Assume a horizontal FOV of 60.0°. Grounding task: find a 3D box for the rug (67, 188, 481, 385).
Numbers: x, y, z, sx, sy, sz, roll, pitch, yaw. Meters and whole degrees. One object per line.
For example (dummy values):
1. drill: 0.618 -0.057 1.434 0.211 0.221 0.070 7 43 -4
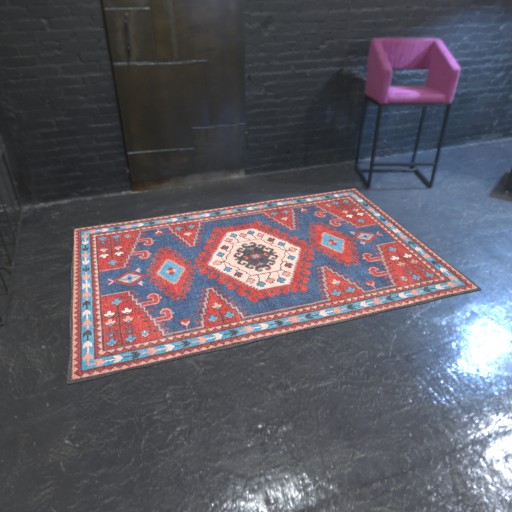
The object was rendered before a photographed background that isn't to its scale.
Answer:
1. rug: 0.000 0.000 2.302 1.820 0.012 1.207 -10 34 -15
